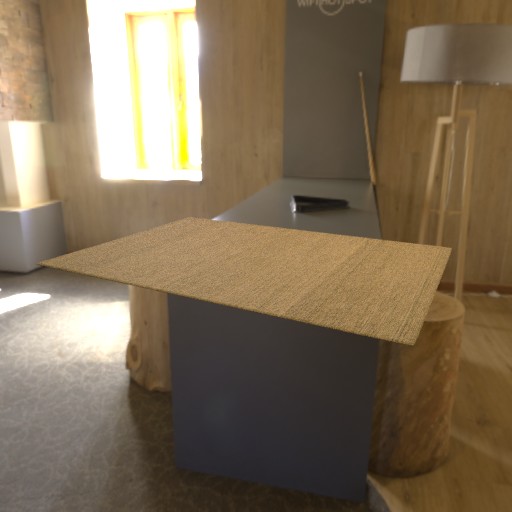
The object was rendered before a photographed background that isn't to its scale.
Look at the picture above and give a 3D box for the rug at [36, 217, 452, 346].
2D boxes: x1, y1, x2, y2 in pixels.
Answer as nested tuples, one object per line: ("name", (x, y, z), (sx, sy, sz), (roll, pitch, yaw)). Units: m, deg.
("rug", (0.000, 0.000, 5.098), (3.935, 0.025, 2.782), (9, 19, 27))
